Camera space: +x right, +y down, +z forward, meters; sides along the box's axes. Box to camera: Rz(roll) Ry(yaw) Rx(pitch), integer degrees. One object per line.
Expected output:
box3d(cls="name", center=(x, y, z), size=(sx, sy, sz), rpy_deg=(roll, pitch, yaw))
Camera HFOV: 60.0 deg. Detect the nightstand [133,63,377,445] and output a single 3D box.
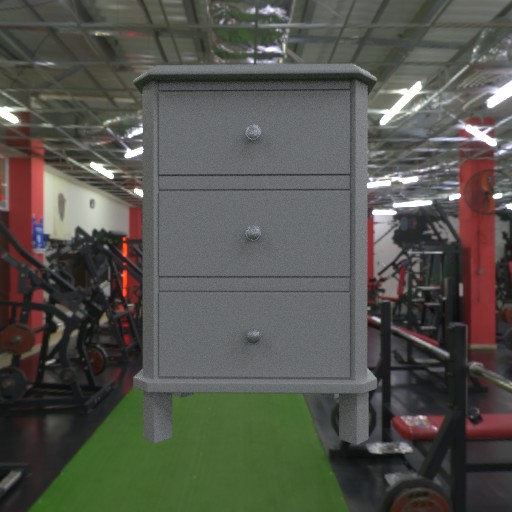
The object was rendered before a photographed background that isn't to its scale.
box3d(cls="nightstand", center=(0.000, 0.000, 0.952), size=(0.450, 0.680, 0.350), rpy_deg=(0, 0, 1))
